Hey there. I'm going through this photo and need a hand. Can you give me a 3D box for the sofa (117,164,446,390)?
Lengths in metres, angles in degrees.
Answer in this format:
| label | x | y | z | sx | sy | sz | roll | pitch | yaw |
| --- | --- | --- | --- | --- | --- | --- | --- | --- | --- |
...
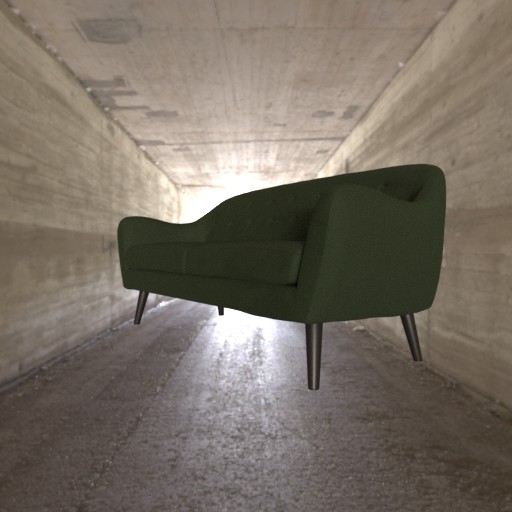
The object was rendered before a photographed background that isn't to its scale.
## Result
| label | x | y | z | sx | sy | sz | roll | pitch | yaw |
| --- | --- | --- | --- | --- | --- | --- | --- | --- | --- |
| sofa | 0.000 | 0.000 | 2.242 | 0.820 | 0.836 | 1.840 | -1 | 1 | -37 |
